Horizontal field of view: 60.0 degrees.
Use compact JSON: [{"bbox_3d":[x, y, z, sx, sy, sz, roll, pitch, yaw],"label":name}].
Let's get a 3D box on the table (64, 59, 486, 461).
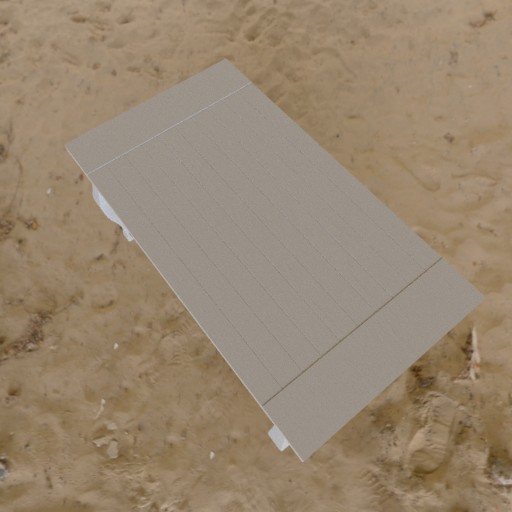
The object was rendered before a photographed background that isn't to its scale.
[{"bbox_3d":[0.000,0.000,1.401,0.600,0.495,1.062,-35,68,-16],"label":"table"}]
